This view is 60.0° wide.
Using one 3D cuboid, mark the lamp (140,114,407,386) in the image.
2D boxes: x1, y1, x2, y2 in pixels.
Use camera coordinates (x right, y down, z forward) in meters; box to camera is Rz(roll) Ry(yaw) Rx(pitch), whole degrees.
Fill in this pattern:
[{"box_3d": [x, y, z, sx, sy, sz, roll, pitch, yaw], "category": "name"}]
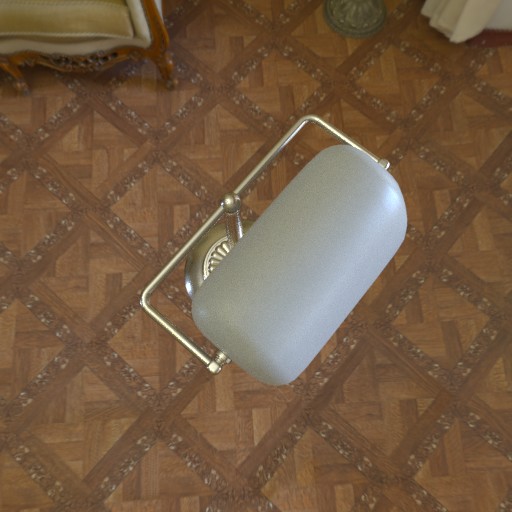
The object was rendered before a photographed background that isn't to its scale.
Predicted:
[{"box_3d": [0.000, 0.000, 0.536, 0.243, 0.339, 0.264, 39, 78, 10], "category": "lamp"}]
